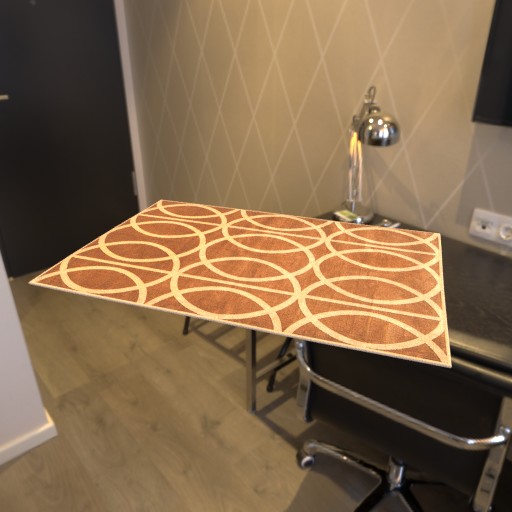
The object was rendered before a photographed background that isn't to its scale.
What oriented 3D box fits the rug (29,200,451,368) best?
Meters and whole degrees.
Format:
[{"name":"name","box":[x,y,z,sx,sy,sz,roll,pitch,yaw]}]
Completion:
[{"name":"rug","box":[0.000,0.000,2.879,2.290,0.014,1.526,9,28,17]}]
